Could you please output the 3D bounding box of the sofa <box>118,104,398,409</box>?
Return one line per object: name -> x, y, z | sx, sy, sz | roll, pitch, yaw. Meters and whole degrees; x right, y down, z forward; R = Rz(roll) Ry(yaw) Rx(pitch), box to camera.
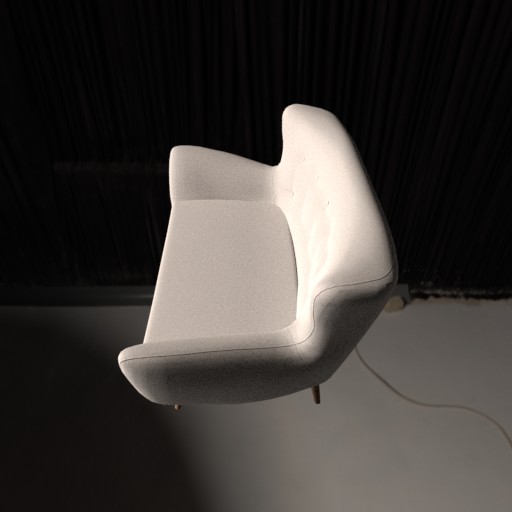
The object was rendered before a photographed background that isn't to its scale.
sofa -> 0.000, 0.000, 2.000 | 0.921, 0.878, 1.424 | -1, 41, -1
